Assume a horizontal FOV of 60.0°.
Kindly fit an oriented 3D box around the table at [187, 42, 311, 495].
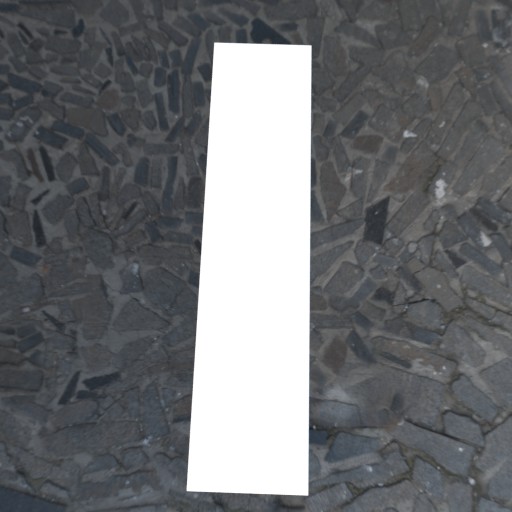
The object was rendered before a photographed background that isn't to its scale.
[{"bbox_3d":[0.000,0.000,1.803,0.390,0.420,1.650,2,77,0],"label":"table"}]
